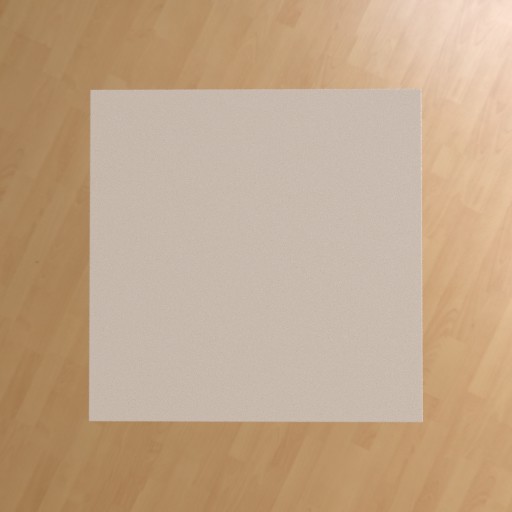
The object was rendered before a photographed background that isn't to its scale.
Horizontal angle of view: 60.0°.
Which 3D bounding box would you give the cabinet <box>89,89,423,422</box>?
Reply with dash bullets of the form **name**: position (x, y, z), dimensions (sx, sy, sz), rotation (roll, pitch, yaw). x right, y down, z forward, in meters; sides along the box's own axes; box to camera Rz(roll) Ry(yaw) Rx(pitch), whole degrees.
- **cabinet**: position (0.000, 0.000, 1.295), dimensions (0.800, 0.460, 0.800), rotation (0, 89, 1)
